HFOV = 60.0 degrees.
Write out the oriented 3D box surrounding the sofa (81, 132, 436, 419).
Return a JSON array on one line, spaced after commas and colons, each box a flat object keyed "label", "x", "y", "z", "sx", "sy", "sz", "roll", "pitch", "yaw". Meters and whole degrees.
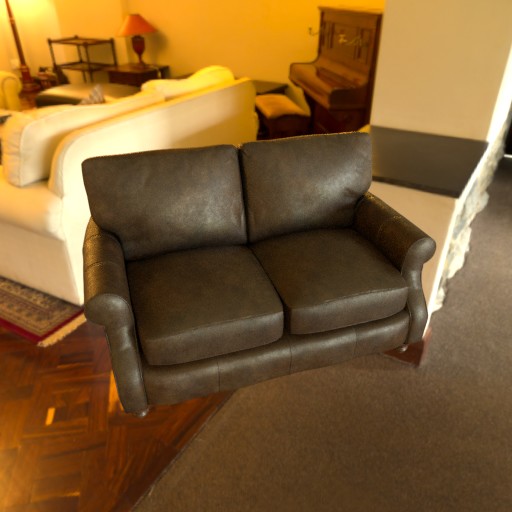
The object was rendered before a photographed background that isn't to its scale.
[{"label": "sofa", "x": 0.000, "y": 0.000, "z": 2.218, "sx": 1.616, "sy": 0.976, "sz": 0.990, "roll": -10, "pitch": 32, "yaw": -15}]
